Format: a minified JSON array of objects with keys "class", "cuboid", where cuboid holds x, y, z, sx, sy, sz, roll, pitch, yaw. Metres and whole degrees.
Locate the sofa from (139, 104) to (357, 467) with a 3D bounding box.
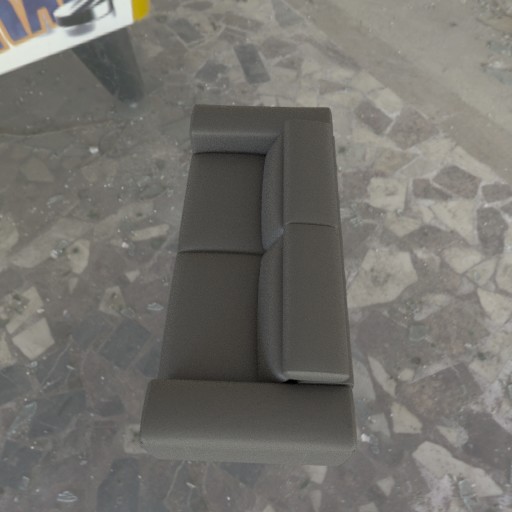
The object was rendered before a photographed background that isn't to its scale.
[{"class":"sofa","cuboid":[0.000,0.000,2.771,1.023,0.759,2.321,2,58,1]}]
